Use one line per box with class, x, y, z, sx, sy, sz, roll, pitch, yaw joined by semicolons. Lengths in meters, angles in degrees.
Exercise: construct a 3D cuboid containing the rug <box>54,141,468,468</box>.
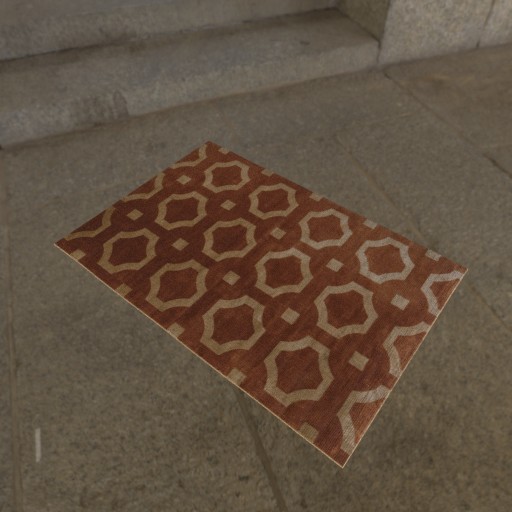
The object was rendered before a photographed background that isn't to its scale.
rug;0.000;0.000;2.946;2.286;0.016;1.555;31;56;24
